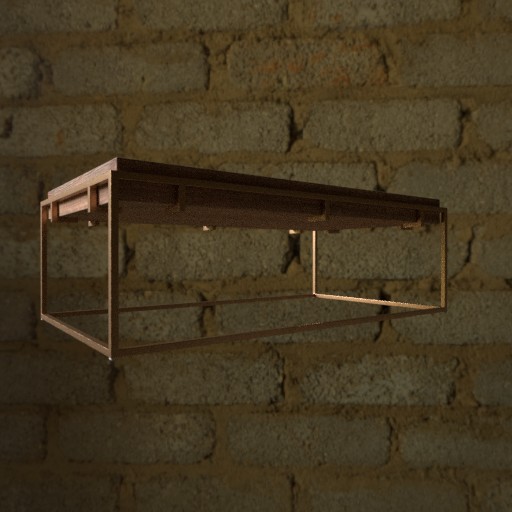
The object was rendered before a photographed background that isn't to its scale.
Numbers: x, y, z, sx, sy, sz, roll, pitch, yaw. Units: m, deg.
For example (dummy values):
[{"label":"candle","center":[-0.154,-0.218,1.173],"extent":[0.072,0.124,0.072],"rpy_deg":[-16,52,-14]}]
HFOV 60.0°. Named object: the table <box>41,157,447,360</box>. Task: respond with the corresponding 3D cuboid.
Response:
[{"label":"table","center":[0.000,0.000,1.723],"extent":[1.387,0.468,0.775],"rpy_deg":[0,0,-36]}]
